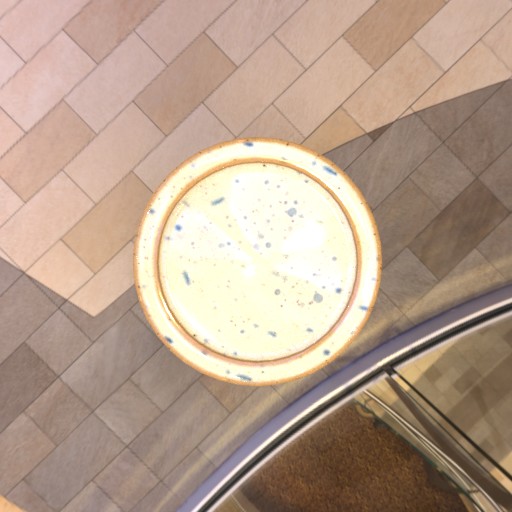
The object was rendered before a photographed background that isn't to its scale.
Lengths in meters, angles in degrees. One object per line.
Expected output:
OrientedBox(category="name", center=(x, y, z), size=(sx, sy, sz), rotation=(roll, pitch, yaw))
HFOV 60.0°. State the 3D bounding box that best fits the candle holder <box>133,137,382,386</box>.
OrientedBox(category="candle holder", center=(0.000, 0.000, 0.282), size=(0.123, 0.202, 0.123), rotation=(0, 92, 0))
